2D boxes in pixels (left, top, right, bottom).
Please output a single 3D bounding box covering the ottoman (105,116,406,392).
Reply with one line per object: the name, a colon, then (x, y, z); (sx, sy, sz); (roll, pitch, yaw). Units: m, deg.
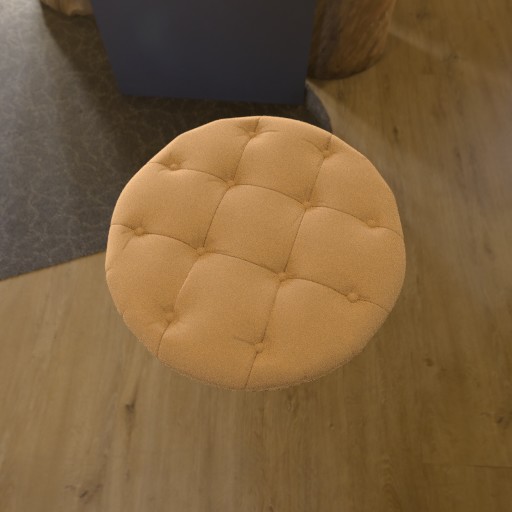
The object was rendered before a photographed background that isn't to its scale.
ottoman: (0.000, 0.000, 1.447); (0.901, 0.439, 0.901); (0, 64, 0)
